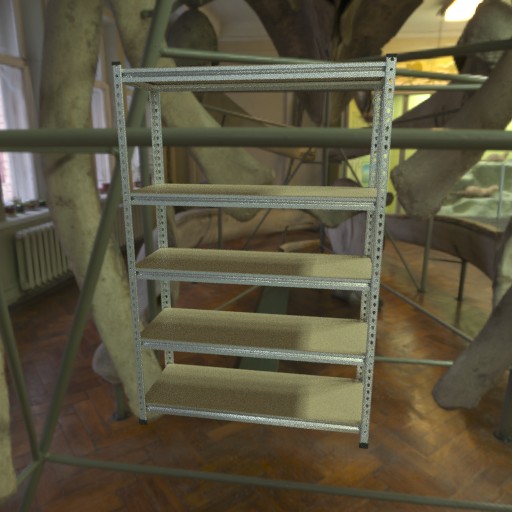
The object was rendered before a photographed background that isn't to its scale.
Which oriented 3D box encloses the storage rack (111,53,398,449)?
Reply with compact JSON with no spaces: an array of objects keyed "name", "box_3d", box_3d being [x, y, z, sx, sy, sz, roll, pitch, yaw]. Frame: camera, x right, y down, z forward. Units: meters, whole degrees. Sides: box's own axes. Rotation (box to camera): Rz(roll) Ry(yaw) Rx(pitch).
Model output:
[{"name":"storage rack","box_3d":[0.000,0.000,2.299,1.219,1.829,0.457,2,15,9]}]
